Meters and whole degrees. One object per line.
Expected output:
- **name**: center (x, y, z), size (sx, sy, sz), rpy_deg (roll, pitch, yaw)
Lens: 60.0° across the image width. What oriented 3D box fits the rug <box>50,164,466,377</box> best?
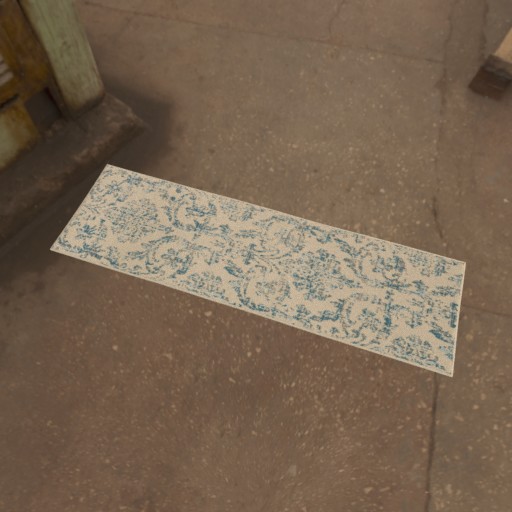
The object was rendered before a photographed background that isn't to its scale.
- **rug**: center (0.000, 0.000, 2.441), size (2.196, 0.011, 0.662), rpy_deg (16, 61, 9)
